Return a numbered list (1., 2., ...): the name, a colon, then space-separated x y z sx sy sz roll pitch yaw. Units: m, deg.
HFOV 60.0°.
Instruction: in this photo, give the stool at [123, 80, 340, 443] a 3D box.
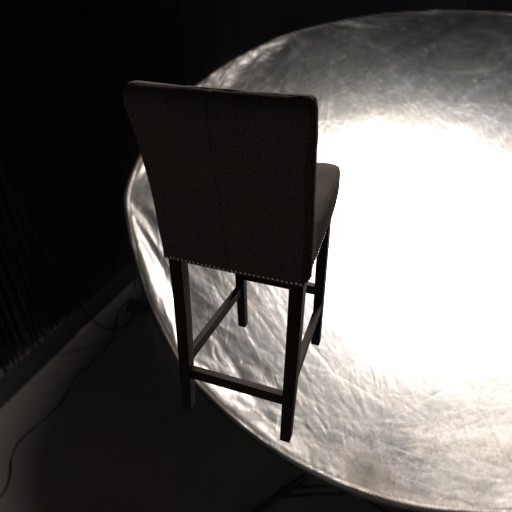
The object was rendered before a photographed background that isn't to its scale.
1. stool: 0.000 0.000 1.321 0.411 1.047 0.548 11 34 17
